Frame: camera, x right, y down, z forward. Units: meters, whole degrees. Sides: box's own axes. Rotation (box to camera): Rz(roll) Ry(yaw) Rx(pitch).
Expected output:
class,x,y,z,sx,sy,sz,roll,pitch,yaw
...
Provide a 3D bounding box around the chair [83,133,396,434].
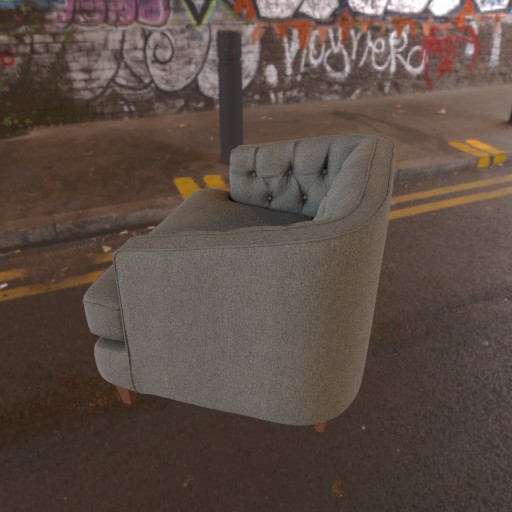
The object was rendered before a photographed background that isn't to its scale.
class,x,y,z,sx,sy,sz,roll,pitch,yaw
chair,0.000,0.000,1.752,0.945,0.852,1.094,9,31,15
